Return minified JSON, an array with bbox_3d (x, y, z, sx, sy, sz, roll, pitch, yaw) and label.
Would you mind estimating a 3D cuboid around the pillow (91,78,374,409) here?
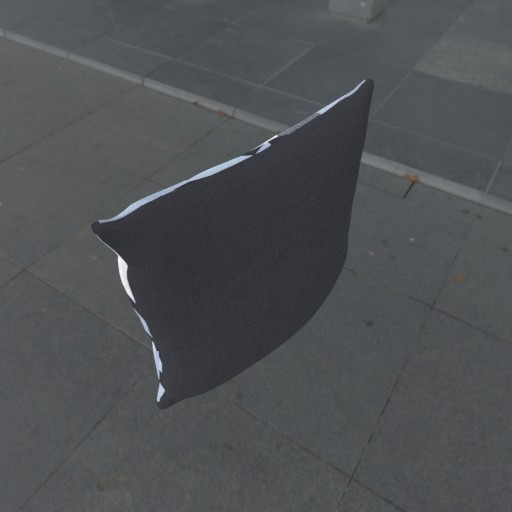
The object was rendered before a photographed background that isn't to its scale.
[{"bbox_3d":[0.000,0.000,0.776,0.503,0.496,0.208,-34,56,-27],"label":"pillow"}]
